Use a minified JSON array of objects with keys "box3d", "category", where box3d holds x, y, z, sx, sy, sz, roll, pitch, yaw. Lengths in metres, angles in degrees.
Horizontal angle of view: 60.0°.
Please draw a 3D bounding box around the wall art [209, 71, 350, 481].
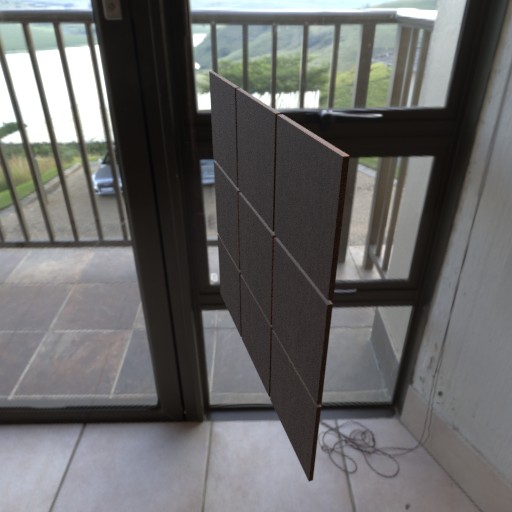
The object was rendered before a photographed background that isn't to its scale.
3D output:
[{"box3d":[0.000,0.000,1.343,0.013,0.914,0.915,-10,33,-16],"category":"wall art"}]
